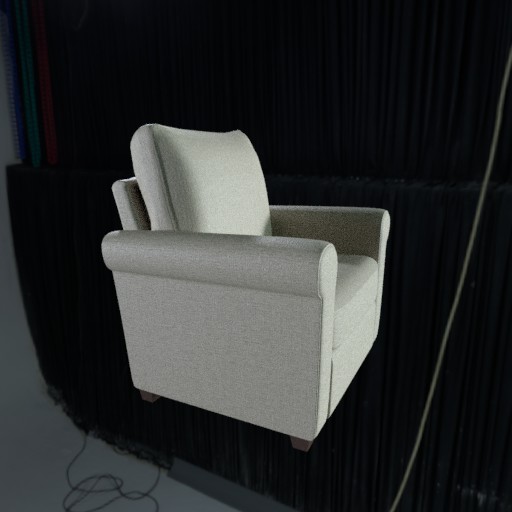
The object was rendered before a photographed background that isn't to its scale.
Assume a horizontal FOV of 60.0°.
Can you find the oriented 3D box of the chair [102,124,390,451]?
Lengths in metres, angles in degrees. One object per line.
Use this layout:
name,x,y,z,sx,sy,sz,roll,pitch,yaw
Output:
chair,0.000,0.000,2.387,1.180,1.349,1.275,7,15,26
